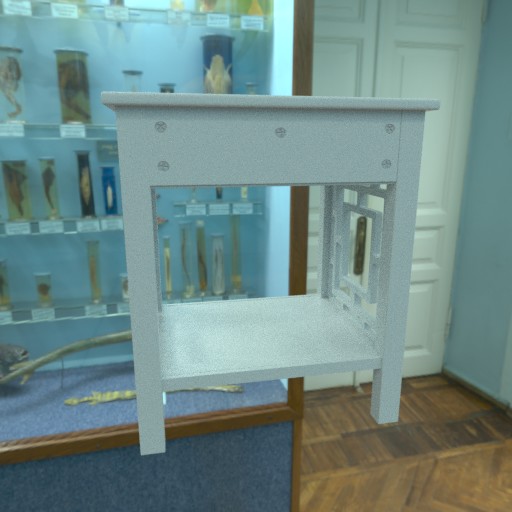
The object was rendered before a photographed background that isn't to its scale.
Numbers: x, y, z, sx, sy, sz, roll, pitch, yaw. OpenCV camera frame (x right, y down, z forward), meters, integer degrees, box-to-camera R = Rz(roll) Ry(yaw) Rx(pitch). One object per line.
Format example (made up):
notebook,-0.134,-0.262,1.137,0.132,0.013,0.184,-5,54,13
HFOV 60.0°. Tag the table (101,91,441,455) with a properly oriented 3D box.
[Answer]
table,0.000,0.000,1.007,0.564,0.646,0.451,-3,14,-11
